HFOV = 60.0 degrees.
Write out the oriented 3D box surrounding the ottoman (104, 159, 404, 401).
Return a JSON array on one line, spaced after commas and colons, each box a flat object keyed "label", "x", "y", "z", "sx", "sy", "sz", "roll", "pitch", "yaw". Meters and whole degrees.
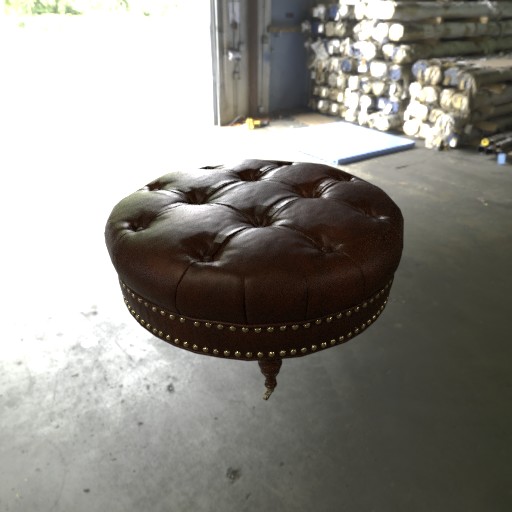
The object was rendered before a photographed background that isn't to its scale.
[{"label": "ottoman", "x": 0.000, "y": 0.000, "z": 1.421, "sx": 0.901, "sy": 0.455, "sz": 0.901, "roll": 0, "pitch": 29, "yaw": 0}]
